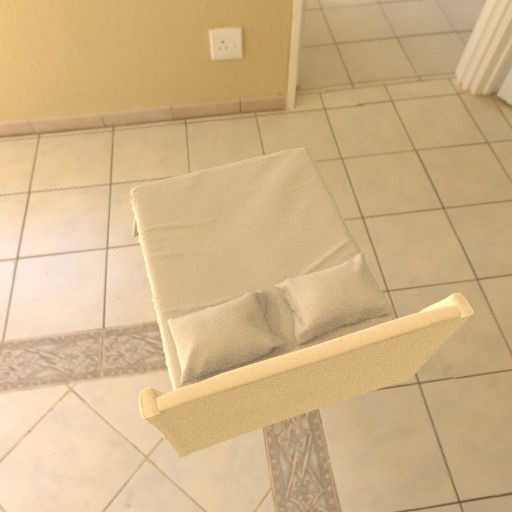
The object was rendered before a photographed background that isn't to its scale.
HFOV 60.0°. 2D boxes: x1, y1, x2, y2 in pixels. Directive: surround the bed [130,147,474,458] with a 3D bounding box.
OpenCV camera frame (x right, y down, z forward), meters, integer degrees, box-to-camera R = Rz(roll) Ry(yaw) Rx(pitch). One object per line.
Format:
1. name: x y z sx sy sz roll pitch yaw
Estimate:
1. bed: 0.000 0.000 3.469 1.925 1.332 2.276 -15 59 -9
